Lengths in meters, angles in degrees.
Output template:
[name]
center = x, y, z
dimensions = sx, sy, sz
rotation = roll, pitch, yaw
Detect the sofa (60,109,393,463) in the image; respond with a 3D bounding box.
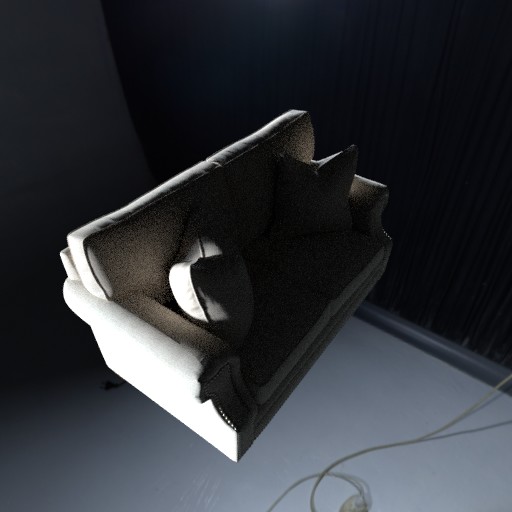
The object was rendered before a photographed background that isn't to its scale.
[sofa]
center = 0.000, 0.000, 2.319
dimensions = 0.966, 0.966, 1.701
rotation = 25, 46, 27
